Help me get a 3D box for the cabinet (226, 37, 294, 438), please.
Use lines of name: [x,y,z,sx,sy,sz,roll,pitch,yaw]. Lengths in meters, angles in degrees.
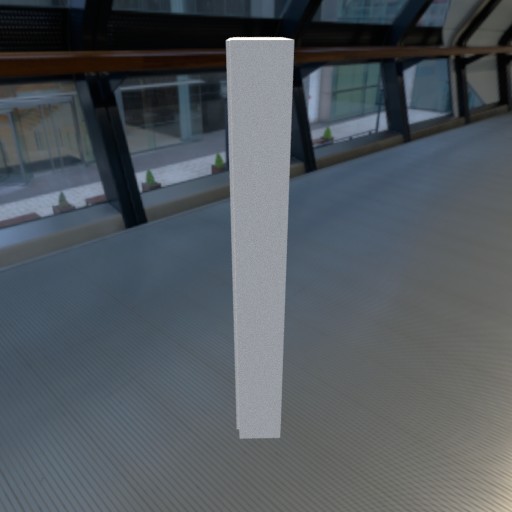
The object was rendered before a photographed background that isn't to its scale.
cabinet: [0.000,0.000,2.032,0.230,1.790,0.500,-1,27,-1]
